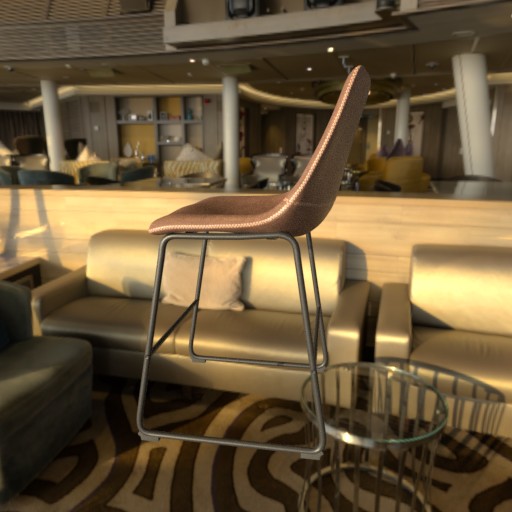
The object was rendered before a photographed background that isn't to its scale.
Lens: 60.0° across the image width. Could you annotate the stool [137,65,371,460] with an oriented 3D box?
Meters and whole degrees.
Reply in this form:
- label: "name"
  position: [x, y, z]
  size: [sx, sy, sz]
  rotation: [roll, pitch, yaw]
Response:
- label: "stool"
  position: [0.000, 0.000, 1.200]
  size: [0.550, 0.890, 0.460]
  rotation: [2, 14, 9]
